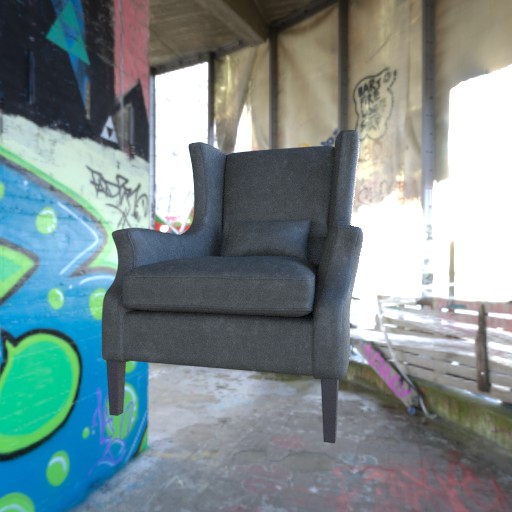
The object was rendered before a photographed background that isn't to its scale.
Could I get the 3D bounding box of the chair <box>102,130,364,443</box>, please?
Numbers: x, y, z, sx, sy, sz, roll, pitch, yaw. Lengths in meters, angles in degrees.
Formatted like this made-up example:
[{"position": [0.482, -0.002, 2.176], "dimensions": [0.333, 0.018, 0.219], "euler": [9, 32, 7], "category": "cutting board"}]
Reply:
[{"position": [0.000, 0.000, 1.723], "dimensions": [0.853, 1.016, 0.926], "euler": [0, 0, 17], "category": "chair"}]
